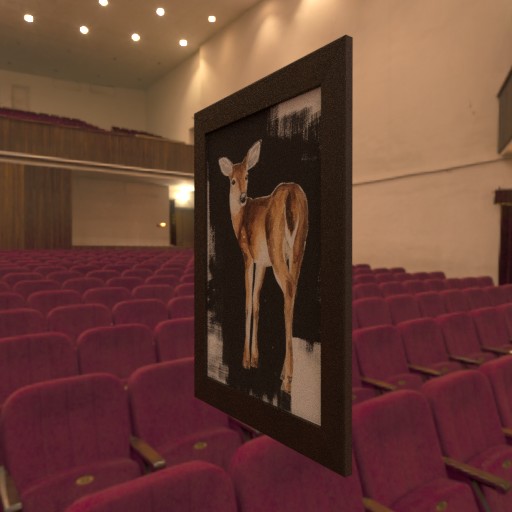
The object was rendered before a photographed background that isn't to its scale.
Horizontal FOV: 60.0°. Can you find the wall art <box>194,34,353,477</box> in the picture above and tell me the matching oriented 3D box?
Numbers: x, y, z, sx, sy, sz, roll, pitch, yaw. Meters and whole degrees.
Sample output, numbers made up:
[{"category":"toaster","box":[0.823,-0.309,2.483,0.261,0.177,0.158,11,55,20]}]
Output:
[{"category":"wall art","box":[0.000,0.000,0.655,0.013,0.508,0.359,0,1,-37]}]
